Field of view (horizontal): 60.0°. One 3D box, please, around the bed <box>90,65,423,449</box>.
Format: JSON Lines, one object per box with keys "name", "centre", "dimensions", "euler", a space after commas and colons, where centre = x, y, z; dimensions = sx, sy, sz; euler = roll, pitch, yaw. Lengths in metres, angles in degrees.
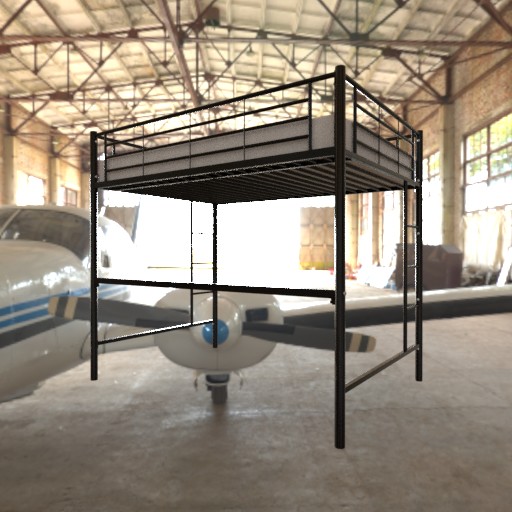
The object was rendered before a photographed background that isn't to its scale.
{"name": "bed", "centre": [0.000, 0.000, 3.212], "dimensions": [1.994, 1.803, 1.397], "euler": [0, 0, 35]}
